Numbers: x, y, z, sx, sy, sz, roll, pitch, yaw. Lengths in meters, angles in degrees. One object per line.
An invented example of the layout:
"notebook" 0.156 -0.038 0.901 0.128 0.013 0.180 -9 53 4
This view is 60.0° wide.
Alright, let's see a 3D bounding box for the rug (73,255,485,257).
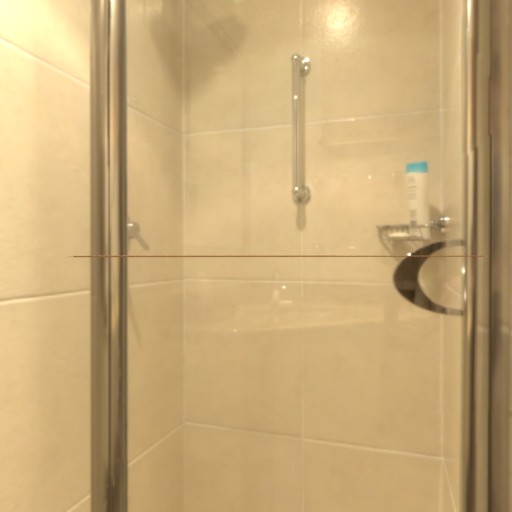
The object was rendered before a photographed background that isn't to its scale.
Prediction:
"rug" 0.000 0.000 4.204 3.143 0.008 2.451 0 0 -19
